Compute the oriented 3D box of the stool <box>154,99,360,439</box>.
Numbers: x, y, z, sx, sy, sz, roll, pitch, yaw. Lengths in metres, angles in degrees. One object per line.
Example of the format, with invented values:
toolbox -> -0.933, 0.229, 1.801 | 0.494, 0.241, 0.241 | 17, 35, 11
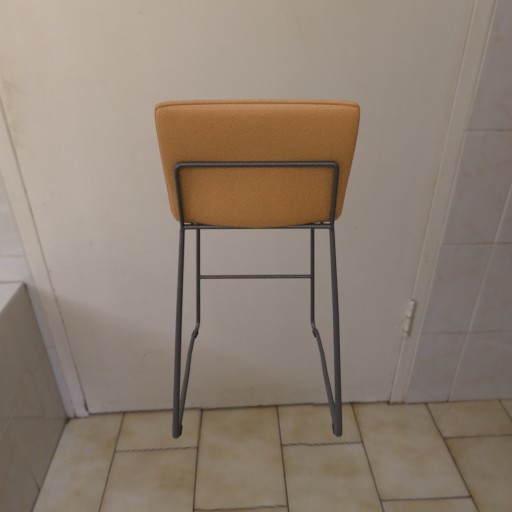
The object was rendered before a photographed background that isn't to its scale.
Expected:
stool -> 0.000, 0.000, 1.255 | 0.489, 0.936, 0.524 | 0, 30, -1
